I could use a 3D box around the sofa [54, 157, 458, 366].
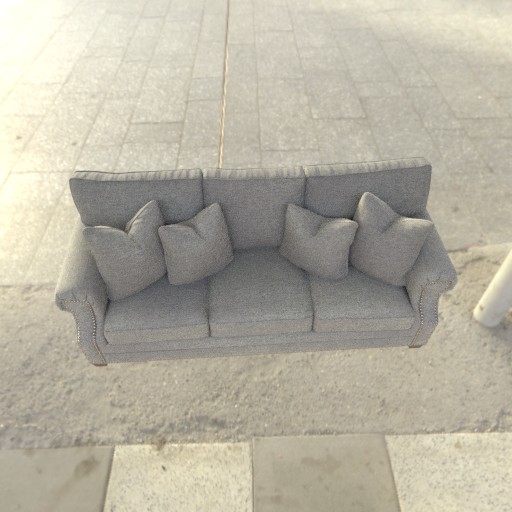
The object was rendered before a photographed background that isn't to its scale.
[{"bbox_3d":[0.000,0.000,2.811,2.312,0.975,0.965,-3,47,-3],"label":"sofa"}]
